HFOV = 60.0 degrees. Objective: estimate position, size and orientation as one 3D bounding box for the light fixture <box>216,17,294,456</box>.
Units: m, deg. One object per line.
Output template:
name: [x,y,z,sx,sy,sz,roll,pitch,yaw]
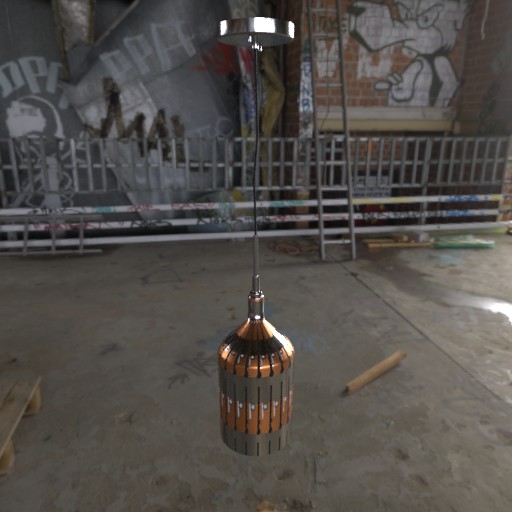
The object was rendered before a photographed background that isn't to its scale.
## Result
light fixture: [0.000,0.000,1.641,0.303,1.535,0.303,0,17,0]
